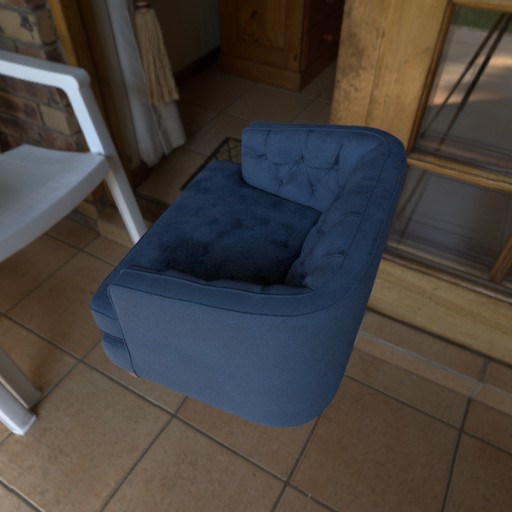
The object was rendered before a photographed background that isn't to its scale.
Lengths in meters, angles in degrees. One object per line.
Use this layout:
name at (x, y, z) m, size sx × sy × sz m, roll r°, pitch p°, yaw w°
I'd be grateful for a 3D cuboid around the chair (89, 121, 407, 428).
chair at (0.000, 0.000, 1.802) m, size 0.940 × 0.852 × 1.094 m, roll 17°, pitch 48°, yaw 16°
